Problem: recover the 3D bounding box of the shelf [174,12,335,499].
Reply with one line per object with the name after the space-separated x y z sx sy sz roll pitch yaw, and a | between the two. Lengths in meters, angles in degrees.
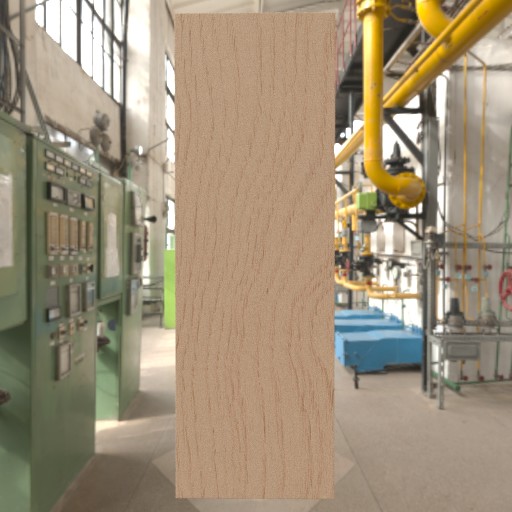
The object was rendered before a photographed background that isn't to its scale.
0.000 0.000 0.692 0.200 0.600 0.290 0 1 1 | shelf
